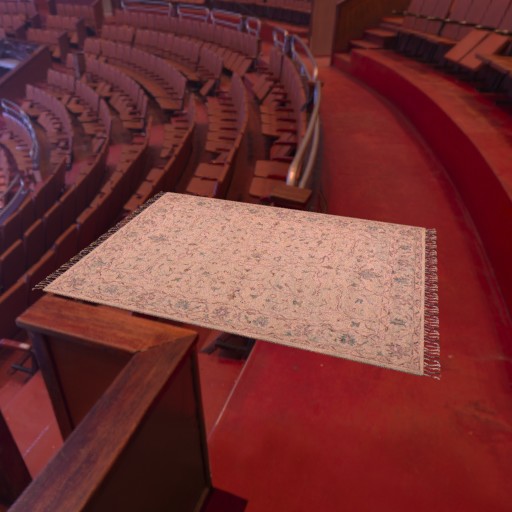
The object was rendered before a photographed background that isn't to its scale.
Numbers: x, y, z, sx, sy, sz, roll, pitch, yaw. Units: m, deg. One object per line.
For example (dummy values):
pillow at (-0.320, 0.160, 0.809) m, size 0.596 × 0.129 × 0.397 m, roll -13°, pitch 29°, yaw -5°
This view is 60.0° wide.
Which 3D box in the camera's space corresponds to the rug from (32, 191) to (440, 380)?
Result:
rug at (0.000, 0.000, 2.327) m, size 1.802 × 0.008 × 1.247 m, roll 10°, pitch 32°, yaw 16°
